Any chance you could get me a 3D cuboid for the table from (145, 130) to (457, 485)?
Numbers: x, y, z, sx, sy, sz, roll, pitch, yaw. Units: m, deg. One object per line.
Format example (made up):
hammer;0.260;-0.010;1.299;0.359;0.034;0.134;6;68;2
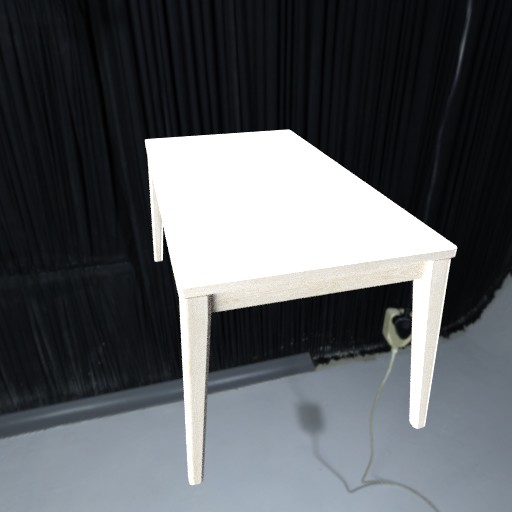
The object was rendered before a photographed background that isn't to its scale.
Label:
table;0.000;0.000;2.069;0.900;0.760;1.600;-8;30;-13
